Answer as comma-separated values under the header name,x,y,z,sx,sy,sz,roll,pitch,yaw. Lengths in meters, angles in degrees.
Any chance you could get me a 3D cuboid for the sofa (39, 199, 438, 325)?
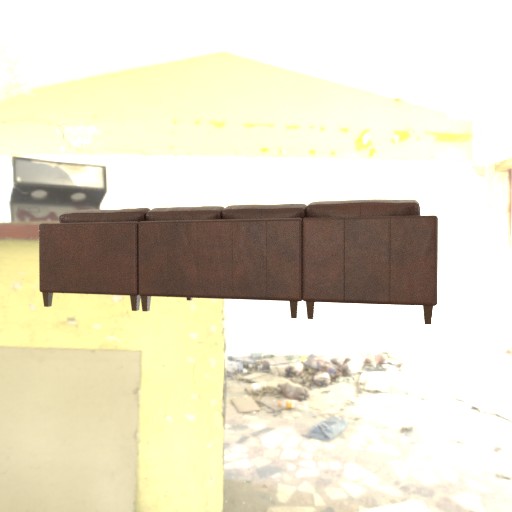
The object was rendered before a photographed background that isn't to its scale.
name,x,y,z,sx,sy,sz,roll,pitch,yaw
sofa,0.000,0.000,4.635,3.324,0.891,2.452,0,1,17
